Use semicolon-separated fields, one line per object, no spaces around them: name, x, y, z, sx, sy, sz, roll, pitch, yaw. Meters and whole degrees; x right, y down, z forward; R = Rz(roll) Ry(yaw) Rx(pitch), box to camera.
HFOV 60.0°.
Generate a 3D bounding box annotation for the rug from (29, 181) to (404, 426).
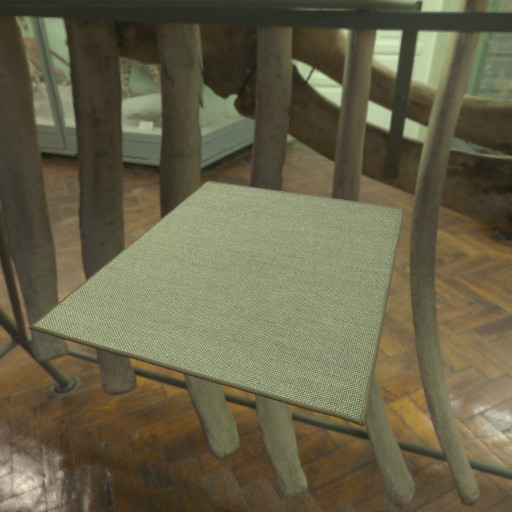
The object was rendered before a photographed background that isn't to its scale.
rug;0.000;0.000;4.055;2.413;0.020;3.041;11;33;17
